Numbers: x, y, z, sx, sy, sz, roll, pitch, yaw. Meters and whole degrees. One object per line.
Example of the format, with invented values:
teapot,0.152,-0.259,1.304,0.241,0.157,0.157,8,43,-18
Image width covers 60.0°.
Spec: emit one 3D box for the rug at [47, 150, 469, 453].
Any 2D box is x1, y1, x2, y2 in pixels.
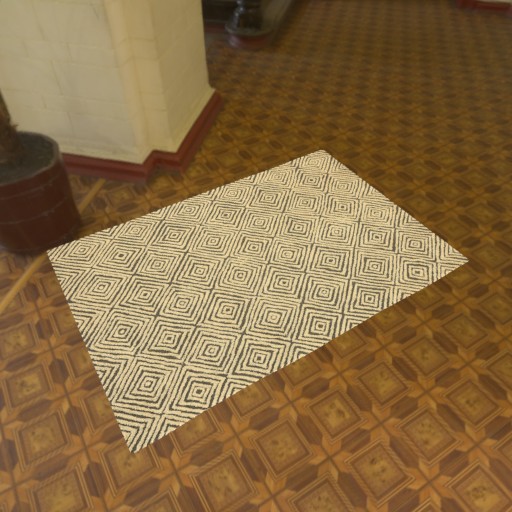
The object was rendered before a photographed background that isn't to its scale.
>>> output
rug,0.000,0.000,2.204,1.750,0.004,1.177,-24,51,-22
